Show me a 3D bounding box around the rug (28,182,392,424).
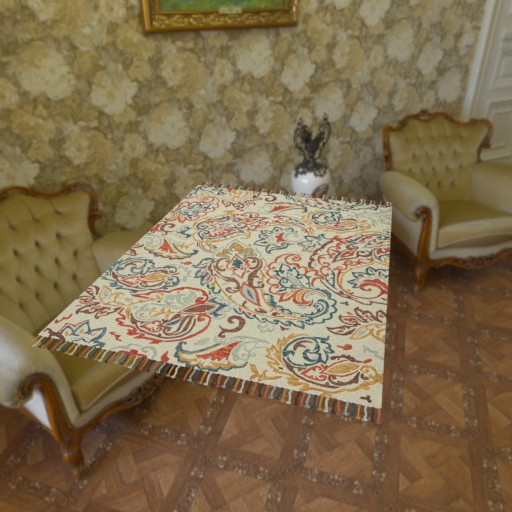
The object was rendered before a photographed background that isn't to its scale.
[{"bbox_3d":[0.000,0.000,4.209,2.439,0.015,3.274,8,32,14],"label":"rug"}]
